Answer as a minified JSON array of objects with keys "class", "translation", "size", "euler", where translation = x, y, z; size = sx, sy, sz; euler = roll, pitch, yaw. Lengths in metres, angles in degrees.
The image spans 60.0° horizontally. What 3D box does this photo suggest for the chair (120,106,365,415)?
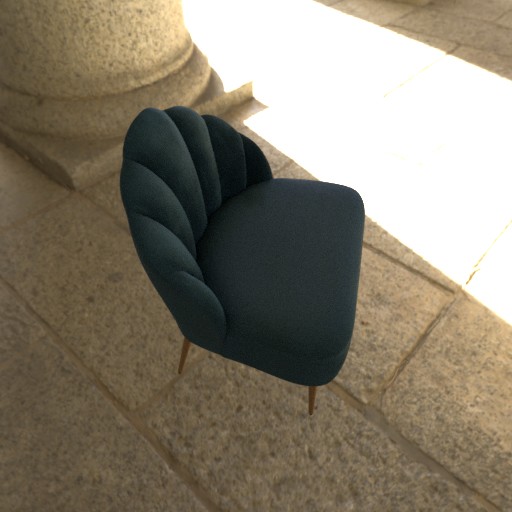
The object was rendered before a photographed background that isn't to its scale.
[{"class":"chair","translation":[0.000,0.000,1.295],"size":[0.599,0.819,0.657],"euler":[10,48,9]}]
